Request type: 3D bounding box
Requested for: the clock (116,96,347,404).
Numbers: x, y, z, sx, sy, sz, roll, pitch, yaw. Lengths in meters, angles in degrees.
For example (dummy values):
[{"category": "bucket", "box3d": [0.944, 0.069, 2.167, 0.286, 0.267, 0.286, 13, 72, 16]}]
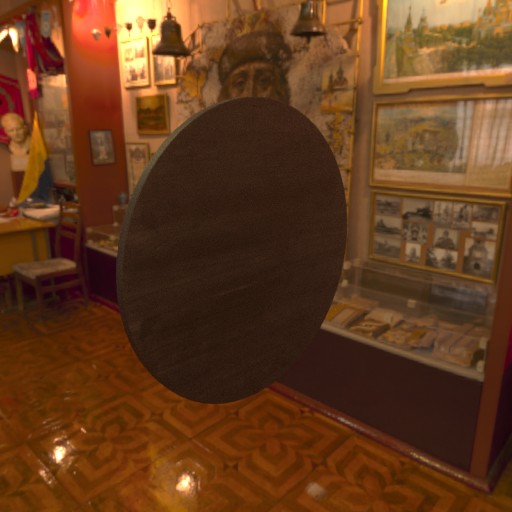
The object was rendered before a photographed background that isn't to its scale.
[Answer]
[{"category": "clock", "box3d": [0.000, 0.000, 0.881, 0.595, 0.595, 0.029, -15, 21, -43]}]
